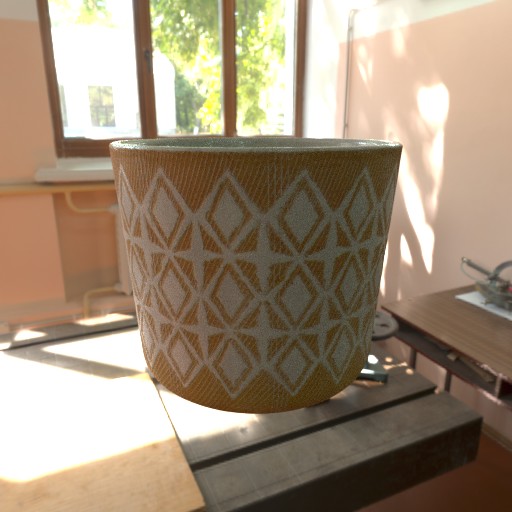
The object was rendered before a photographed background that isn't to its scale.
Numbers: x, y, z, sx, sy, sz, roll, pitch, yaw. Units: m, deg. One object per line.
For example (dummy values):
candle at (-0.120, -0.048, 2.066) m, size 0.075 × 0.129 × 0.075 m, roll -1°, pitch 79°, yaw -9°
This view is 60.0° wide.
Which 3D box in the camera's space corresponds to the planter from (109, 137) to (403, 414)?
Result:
planter at (0.000, 0.000, 0.328) m, size 0.193 × 0.165 × 0.193 m, roll 0°, pitch 16°, yaw 0°
